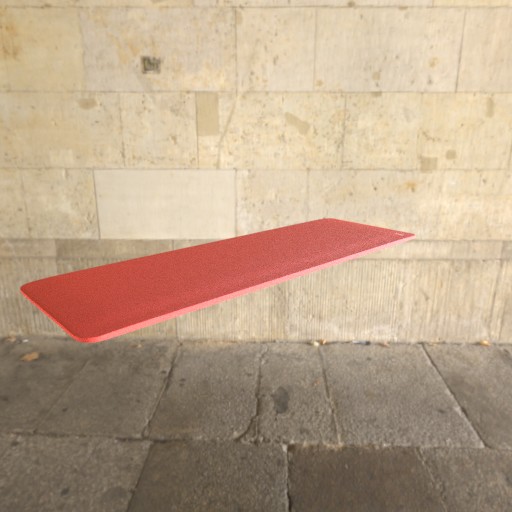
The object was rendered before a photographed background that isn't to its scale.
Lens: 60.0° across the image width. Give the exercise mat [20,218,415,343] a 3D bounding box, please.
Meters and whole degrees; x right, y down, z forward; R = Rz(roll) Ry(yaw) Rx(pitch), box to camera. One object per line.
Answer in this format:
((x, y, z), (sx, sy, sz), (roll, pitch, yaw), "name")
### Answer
((0.000, 0.000, 2.044), (1.869, 0.021, 0.616), (-15, 22, -40), "exercise mat")
